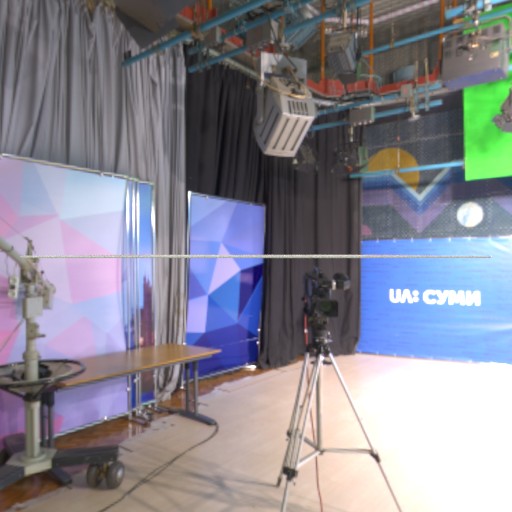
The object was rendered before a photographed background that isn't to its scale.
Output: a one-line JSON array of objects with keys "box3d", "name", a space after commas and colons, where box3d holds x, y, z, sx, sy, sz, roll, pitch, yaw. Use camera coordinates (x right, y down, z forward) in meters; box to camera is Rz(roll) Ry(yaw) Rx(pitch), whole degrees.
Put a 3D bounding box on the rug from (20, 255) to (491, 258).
[{"box3d": [0.000, 0.000, 2.863, 2.232, 0.011, 1.555, 0, 0, 0], "name": "rug"}]
